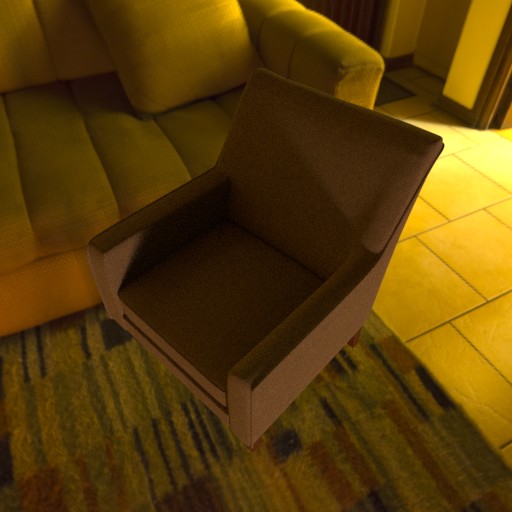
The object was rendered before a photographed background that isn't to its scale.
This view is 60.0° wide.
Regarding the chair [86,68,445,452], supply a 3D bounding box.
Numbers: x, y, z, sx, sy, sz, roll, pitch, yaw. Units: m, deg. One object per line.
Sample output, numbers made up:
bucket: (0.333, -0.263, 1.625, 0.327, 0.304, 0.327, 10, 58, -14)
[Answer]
chair: (0.000, 0.000, 1.612, 0.780, 0.919, 0.899, 34, 54, 29)
